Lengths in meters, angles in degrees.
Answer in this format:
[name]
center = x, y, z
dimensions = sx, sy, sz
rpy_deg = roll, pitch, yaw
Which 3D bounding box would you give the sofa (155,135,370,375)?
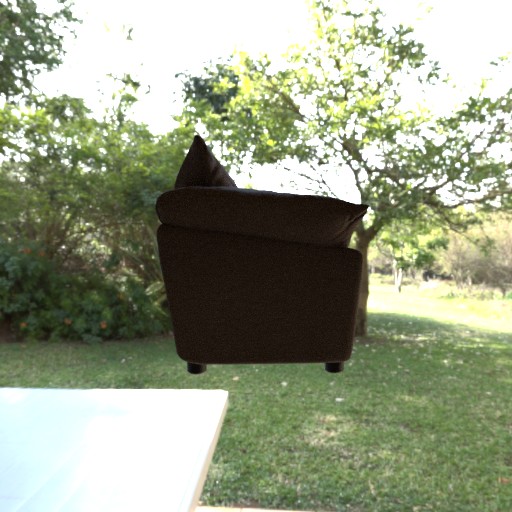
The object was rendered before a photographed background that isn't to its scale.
[sofa]
center = 0.000, 0.000, 2.949
dimensions = 0.927, 1.043, 2.390
rpy_deg = 0, 0, -2
